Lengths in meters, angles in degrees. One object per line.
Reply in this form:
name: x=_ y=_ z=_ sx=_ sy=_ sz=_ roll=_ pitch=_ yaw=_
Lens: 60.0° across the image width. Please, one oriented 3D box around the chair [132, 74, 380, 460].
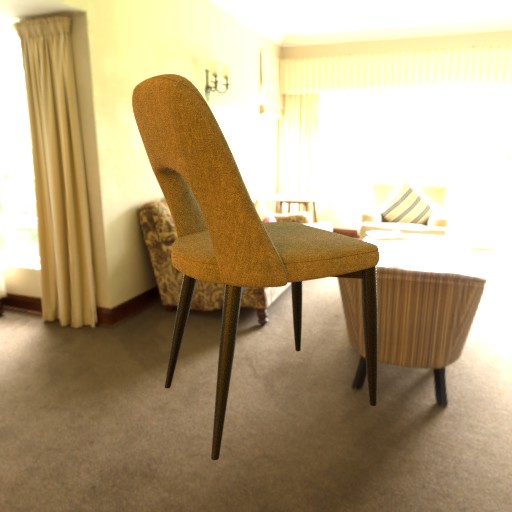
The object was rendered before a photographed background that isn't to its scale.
chair: x=0.000 y=0.000 z=1.283 sx=0.612 sy=0.931 sz=0.470 roll=-7 pitch=16 yaw=-27
